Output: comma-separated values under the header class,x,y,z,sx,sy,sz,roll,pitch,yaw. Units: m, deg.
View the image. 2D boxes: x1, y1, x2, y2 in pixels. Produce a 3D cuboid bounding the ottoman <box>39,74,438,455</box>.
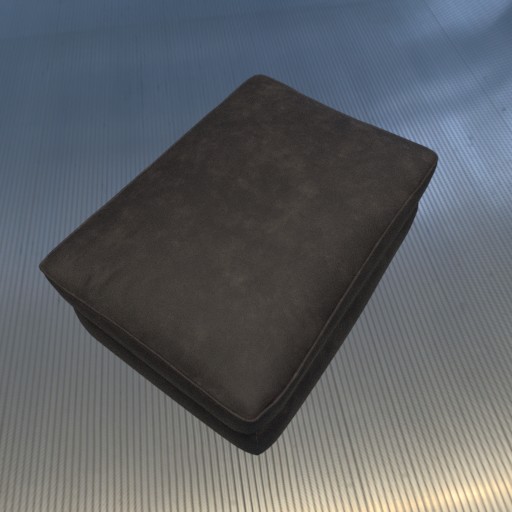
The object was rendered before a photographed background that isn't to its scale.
class,x,y,z,sx,sy,sz,roll,pitch,yaw
ottoman,0.000,0.000,0.960,0.501,0.413,0.665,31,63,18
